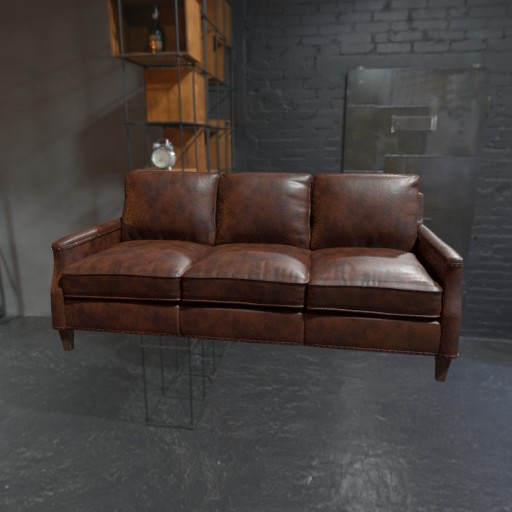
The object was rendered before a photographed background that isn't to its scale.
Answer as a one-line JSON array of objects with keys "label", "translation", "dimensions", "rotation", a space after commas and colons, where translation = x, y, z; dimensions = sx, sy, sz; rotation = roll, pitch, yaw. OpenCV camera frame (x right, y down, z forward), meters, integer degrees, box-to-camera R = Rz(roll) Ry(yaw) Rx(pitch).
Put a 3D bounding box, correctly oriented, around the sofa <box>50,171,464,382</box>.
[{"label": "sofa", "translation": [0.000, 0.000, 2.805], "dimensions": [2.240, 1.003, 1.084], "rotation": [2, 15, 9]}]
